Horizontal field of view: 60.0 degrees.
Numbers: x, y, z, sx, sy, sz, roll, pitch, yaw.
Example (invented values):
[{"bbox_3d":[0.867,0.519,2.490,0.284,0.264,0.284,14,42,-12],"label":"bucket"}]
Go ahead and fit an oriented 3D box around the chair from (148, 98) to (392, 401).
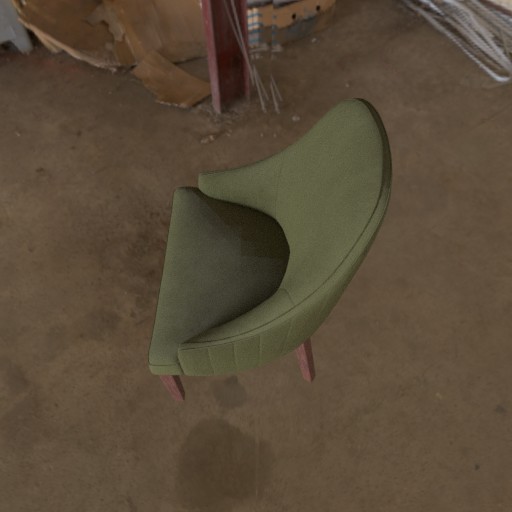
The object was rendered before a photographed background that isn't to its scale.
[{"bbox_3d":[0.000,0.000,1.297,0.575,0.889,0.643,1,57,1],"label":"chair"}]
